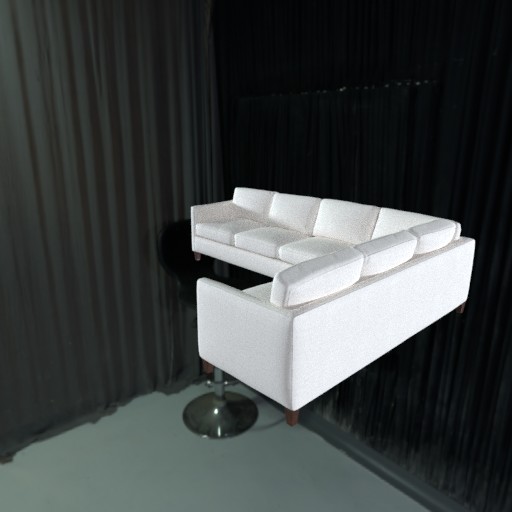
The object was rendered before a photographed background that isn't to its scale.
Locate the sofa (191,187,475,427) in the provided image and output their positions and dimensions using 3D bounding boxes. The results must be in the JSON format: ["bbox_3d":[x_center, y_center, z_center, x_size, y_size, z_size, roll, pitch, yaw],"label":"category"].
[{"bbox_3d":[0.000,0.000,4.479,2.593,0.947,3.302,-15,22,-41],"label":"sofa"}]
